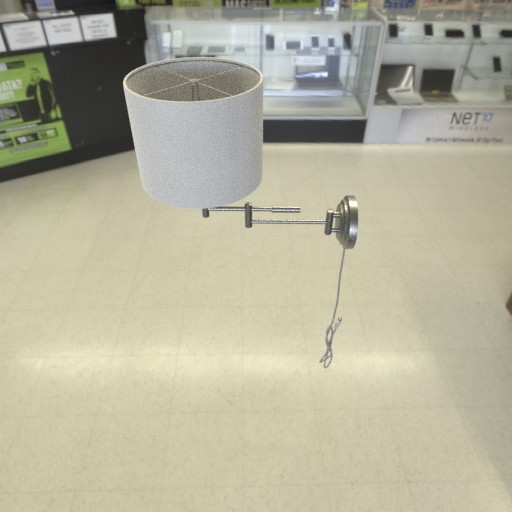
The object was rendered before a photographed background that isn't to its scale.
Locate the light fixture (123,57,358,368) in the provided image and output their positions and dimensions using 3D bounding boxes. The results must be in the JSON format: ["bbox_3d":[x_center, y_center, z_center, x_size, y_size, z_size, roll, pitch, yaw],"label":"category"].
[{"bbox_3d":[0.000,0.000,1.073,0.479,0.842,0.253,1,39,1],"label":"light fixture"}]
